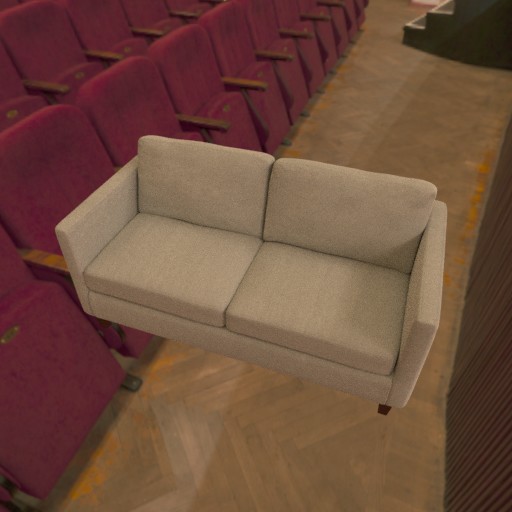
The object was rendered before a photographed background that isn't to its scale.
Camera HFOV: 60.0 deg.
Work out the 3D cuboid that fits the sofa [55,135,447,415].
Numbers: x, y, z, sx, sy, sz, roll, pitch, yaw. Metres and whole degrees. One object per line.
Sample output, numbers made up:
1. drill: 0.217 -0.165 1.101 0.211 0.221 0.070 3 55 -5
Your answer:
1. sofa: 0.000 0.000 2.480 1.884 0.963 0.950 13 43 15
